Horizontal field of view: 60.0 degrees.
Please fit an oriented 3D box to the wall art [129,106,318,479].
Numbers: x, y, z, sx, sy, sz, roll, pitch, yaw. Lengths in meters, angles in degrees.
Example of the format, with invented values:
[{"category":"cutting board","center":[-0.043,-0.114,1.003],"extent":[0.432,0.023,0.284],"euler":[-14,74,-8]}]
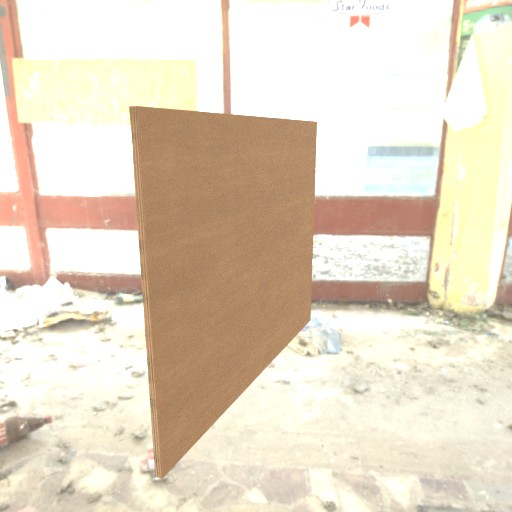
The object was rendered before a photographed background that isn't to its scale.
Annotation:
[{"category":"wall art","center":[0.000,0.000,0.679],"extent":[0.010,0.408,0.508],"euler":[7,17,25]}]
